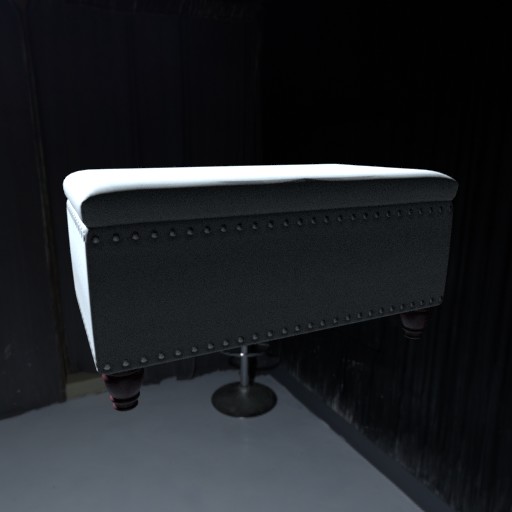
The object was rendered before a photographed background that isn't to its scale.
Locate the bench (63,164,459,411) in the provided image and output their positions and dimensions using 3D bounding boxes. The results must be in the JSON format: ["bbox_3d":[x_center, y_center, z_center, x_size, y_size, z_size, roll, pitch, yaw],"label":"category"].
[{"bbox_3d":[0.000,0.000,1.177,0.887,0.449,0.500,-7,16,-25],"label":"bench"}]
